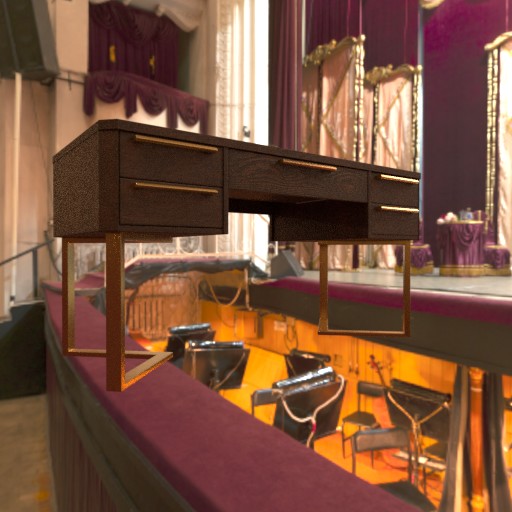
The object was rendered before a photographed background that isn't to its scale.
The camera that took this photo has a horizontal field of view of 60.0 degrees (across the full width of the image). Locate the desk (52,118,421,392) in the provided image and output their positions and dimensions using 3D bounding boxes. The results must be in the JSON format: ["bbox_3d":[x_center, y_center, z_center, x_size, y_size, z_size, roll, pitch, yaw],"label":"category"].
[{"bbox_3d":[0.000,0.000,1.885,1.479,0.762,0.684,0,1,-36],"label":"desk"}]
